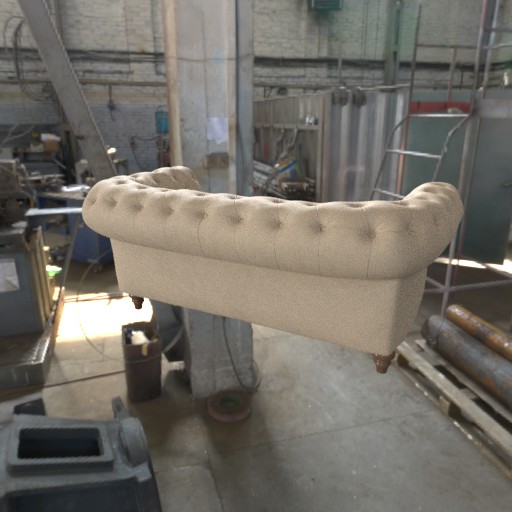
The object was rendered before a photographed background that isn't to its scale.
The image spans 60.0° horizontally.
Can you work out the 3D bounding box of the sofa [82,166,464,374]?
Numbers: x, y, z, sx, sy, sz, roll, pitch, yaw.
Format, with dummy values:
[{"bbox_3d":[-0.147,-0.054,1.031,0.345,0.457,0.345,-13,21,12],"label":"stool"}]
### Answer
[{"bbox_3d":[0.000,0.000,2.472,1.988,0.835,1.069,9,20,27],"label":"sofa"}]
